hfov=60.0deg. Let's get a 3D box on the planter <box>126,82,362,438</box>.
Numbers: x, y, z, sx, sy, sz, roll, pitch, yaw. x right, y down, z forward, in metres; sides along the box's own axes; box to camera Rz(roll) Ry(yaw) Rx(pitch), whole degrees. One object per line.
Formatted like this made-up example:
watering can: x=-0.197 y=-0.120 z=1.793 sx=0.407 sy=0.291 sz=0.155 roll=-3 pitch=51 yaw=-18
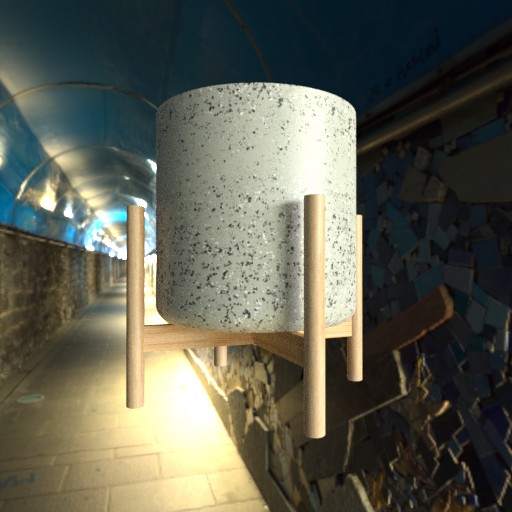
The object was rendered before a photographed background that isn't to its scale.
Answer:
planter: x=0.000 y=0.000 z=0.688 sx=0.360 sy=0.419 sz=0.360 roll=0 pitch=0 yaw=0
